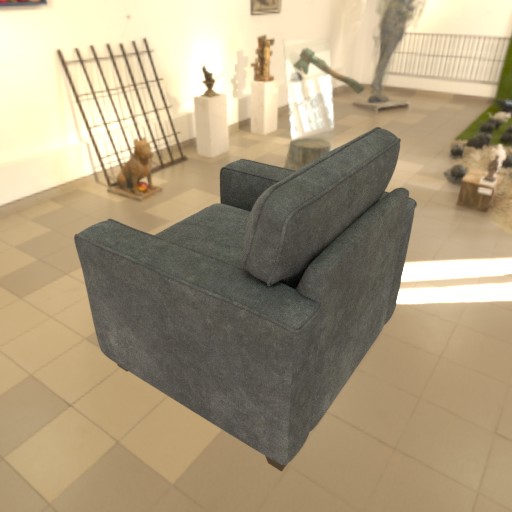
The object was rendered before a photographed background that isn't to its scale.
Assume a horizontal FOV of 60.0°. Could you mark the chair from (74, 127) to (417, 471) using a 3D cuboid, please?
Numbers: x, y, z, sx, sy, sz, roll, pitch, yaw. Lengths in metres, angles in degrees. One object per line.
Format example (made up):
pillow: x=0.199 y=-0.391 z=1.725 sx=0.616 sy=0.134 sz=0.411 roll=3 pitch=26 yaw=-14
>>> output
chair: x=0.000 y=0.000 z=1.776 sx=0.939 sy=0.965 sz=1.015 roll=20 pitch=36 yaw=29
